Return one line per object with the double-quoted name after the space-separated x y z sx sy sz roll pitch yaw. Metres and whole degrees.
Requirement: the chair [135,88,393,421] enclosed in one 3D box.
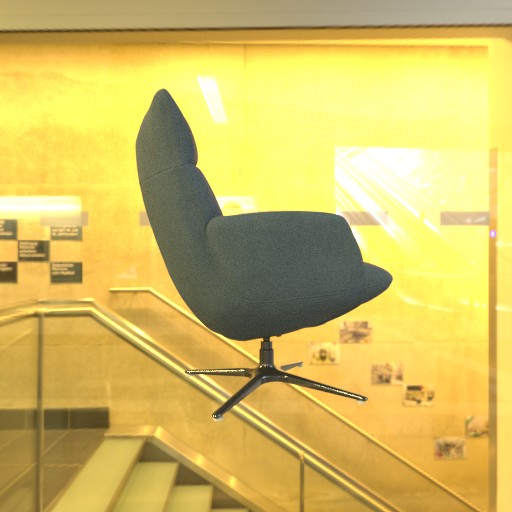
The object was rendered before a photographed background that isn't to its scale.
0.000 0.000 1.693 0.889 1.016 0.711 0 0 -18 "chair"
